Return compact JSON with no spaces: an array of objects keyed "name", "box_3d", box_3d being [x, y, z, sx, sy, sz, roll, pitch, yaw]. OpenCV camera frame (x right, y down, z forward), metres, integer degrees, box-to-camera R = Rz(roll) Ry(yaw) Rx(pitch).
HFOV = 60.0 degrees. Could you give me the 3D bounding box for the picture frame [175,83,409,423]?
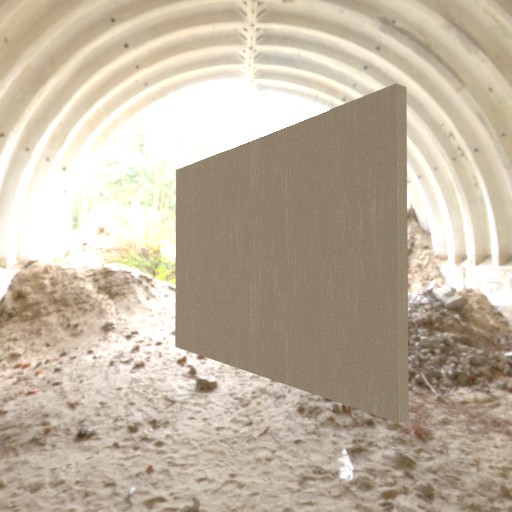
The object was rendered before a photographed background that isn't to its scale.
[{"name":"picture frame","box_3d":[0.000,0.000,1.227,0.029,0.640,0.950,1,-1,-36]}]
